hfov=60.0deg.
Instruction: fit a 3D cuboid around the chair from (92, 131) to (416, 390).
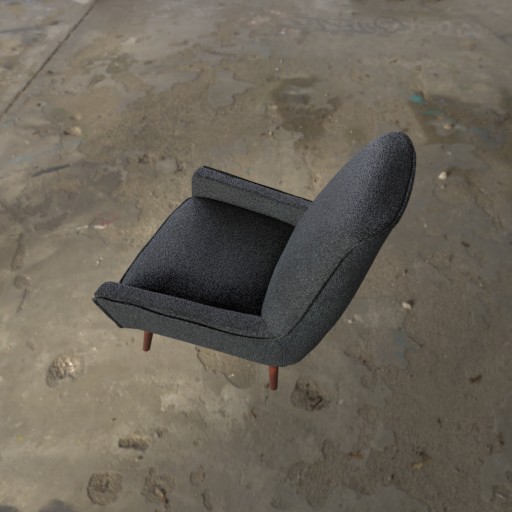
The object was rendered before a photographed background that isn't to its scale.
[{"bbox_3d":[0.000,0.000,1.542,0.859,0.883,0.763,16,49,15],"label":"chair"}]
